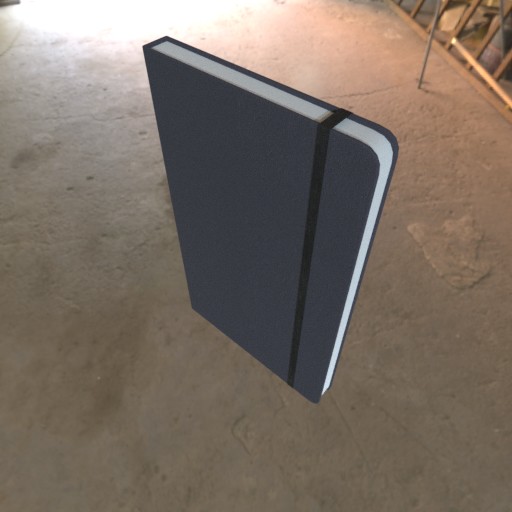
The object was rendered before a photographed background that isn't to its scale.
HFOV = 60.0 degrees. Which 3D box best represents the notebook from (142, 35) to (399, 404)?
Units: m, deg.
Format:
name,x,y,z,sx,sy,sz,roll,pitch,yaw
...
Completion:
name,x,y,z,sx,sy,sz,roll,pitch,yaw
notebook,0.000,0.000,0.261,0.127,0.213,0.016,33,56,26
